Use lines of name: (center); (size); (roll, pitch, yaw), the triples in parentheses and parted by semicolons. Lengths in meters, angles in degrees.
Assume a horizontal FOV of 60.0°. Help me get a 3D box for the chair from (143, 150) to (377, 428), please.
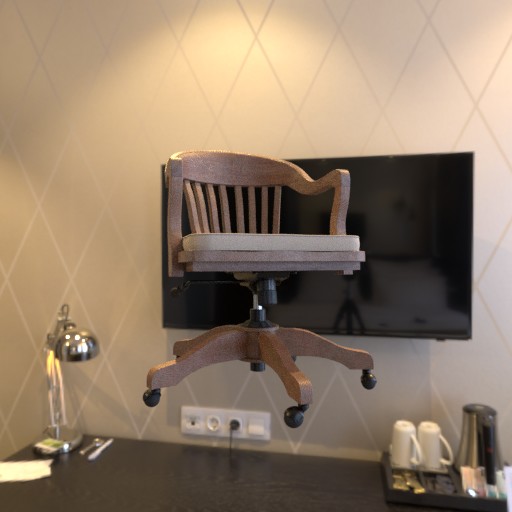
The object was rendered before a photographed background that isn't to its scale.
chair: (0.000, 0.000, 1.486); (0.750, 0.878, 0.788); (0, 0, -19)
